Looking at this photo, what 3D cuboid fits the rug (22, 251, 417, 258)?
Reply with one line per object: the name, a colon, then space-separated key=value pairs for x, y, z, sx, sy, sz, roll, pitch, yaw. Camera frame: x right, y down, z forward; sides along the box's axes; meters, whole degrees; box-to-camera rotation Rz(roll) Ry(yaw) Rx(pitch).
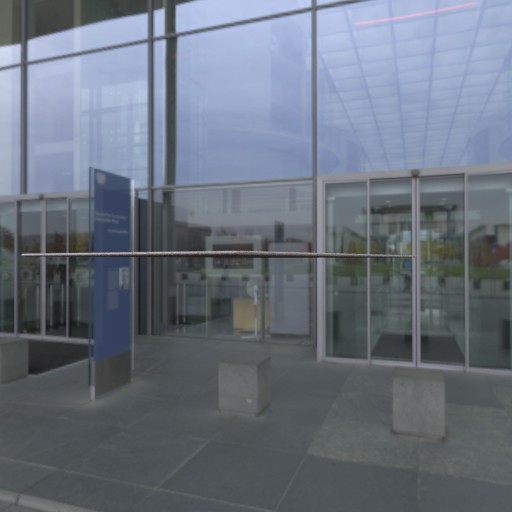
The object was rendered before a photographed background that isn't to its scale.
rug: x=0.000 y=0.000 z=3.058 sx=1.524 sy=0.015 sz=2.438 roll=0 pitch=-1 yaw=35
